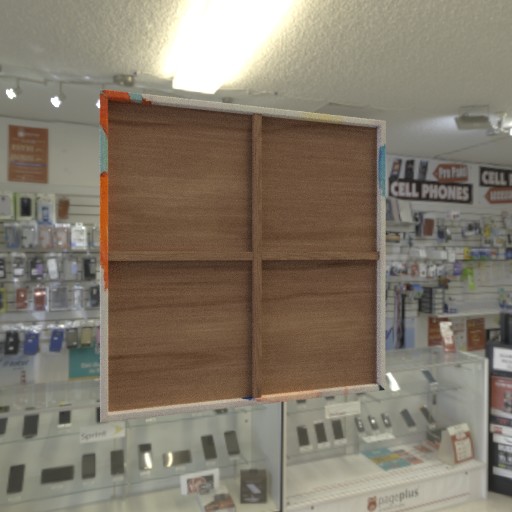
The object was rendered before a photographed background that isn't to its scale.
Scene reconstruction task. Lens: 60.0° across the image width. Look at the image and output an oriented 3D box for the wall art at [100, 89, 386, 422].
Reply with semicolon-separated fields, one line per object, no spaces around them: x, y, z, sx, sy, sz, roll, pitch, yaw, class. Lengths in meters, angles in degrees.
0.000;0.000;1.226;0.814;0.814;0.037;0;0;-19;wall art
